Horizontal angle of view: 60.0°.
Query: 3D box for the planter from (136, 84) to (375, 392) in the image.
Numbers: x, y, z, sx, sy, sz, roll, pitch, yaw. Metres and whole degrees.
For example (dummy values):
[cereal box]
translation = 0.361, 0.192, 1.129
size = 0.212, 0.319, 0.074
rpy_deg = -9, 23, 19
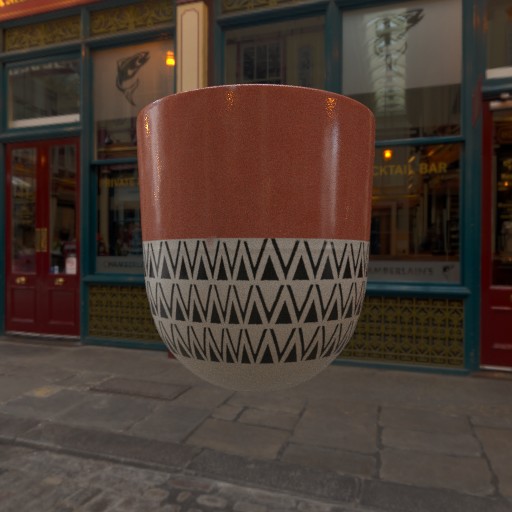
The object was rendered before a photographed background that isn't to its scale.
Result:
[planter]
translation = 0.000, 0.000, 0.373
size = 0.195, 0.214, 0.195
rpy_deg = 0, 0, 0
